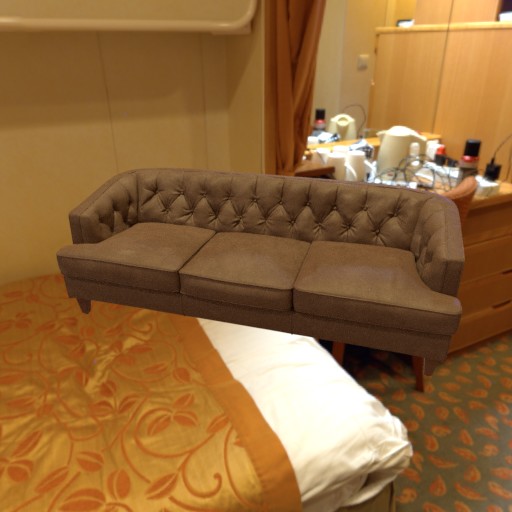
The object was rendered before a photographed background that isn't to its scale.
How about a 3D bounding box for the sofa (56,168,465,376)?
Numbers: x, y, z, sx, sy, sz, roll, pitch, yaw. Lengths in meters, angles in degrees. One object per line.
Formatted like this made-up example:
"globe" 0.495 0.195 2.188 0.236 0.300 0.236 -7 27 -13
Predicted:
"sofa" 0.000 0.000 2.694 2.227 0.787 0.927 7 27 15
